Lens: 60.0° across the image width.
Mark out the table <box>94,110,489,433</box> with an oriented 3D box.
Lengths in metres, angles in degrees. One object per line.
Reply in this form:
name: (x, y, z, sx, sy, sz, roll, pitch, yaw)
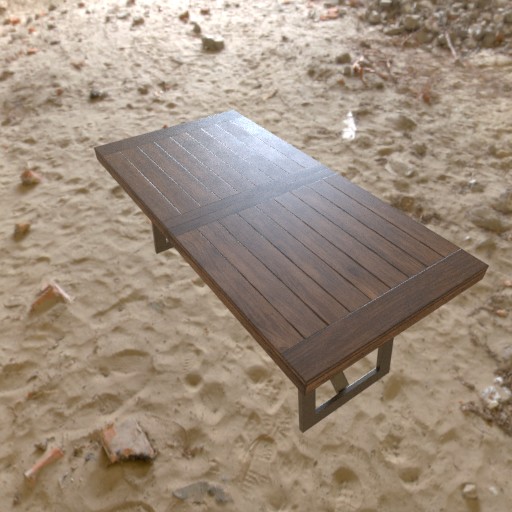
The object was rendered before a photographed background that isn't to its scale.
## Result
table: (0.000, 0.000, 2.367, 0.931, 0.757, 1.867, -24, 46, -26)
